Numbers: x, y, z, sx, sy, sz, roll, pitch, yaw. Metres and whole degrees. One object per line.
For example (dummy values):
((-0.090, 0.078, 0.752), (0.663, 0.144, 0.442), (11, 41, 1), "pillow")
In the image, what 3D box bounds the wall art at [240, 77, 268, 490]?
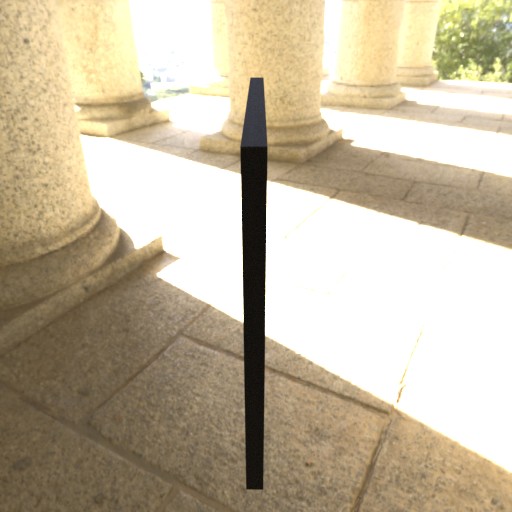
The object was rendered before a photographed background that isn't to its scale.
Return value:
((0.000, 0.000, 1.132), (0.038, 0.762, 0.762), (0, 29, 0), "wall art")
